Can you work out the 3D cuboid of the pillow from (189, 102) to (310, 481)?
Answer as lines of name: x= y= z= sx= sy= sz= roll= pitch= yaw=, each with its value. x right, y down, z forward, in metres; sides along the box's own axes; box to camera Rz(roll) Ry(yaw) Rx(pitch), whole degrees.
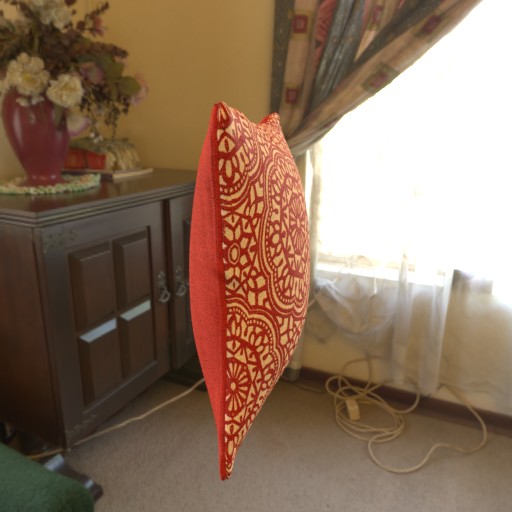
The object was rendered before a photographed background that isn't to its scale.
pillow: x=0.000 y=0.000 z=0.663 sx=0.162 sy=0.419 sz=0.438 roll=3 pitch=17 yaw=9
